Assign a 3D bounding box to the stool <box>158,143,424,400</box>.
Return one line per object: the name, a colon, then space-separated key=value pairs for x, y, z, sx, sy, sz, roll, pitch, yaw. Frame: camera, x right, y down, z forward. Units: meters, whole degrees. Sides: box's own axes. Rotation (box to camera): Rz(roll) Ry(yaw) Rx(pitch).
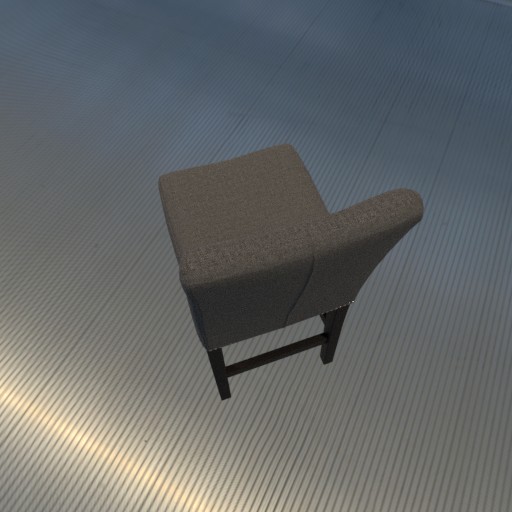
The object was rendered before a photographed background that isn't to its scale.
stool: x=0.000 y=0.000 z=1.195 sx=0.427 sy=0.885 sz=0.571 roll=-17 pitch=59 yaw=-10
